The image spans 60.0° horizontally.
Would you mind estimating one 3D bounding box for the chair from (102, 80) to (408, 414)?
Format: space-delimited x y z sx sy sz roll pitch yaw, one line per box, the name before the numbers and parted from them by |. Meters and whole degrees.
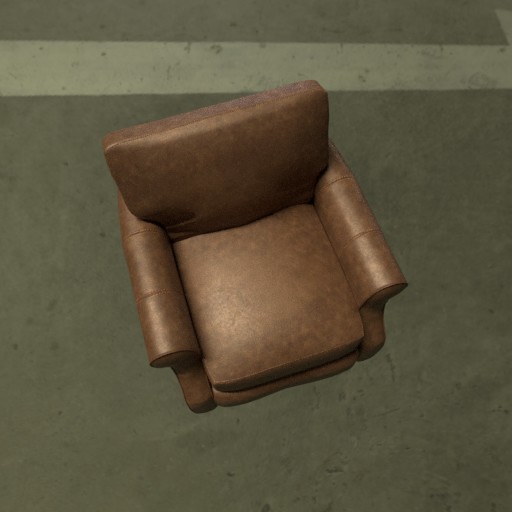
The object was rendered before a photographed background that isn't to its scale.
chair | 0.000 0.000 1.810 0.996 0.976 1.002 -16 64 -8
